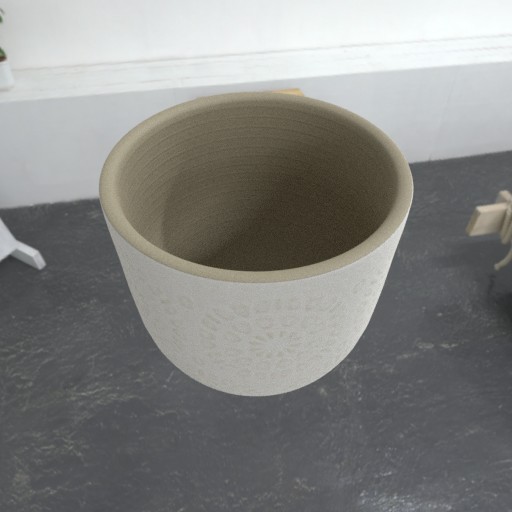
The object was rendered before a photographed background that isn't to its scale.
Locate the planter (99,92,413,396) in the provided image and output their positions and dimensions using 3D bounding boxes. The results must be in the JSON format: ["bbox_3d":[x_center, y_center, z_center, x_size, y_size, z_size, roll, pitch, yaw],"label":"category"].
[{"bbox_3d":[0.000,0.000,0.219,0.124,0.109,0.124,0,47,0],"label":"planter"}]
